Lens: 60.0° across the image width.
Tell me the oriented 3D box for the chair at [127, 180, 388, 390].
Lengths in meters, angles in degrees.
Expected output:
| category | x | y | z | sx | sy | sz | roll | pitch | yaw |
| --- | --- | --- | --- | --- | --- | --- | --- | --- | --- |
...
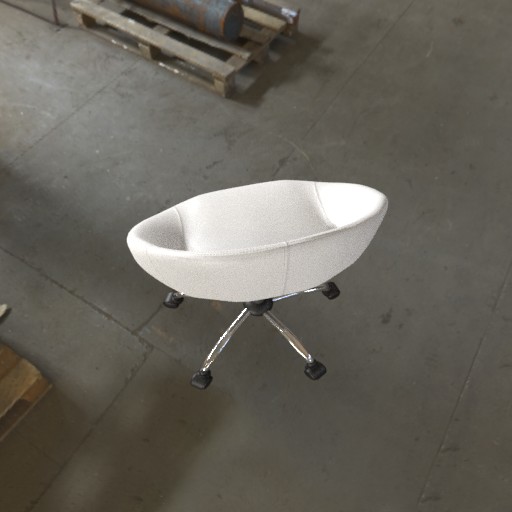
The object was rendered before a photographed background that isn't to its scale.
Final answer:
| category | x | y | z | sx | sy | sz | roll | pitch | yaw |
| --- | --- | --- | --- | --- | --- | --- | --- | --- | --- |
| chair | 0.000 | 0.000 | 1.200 | 0.612 | 0.791 | 0.538 | -11 | 59 | -7 |
